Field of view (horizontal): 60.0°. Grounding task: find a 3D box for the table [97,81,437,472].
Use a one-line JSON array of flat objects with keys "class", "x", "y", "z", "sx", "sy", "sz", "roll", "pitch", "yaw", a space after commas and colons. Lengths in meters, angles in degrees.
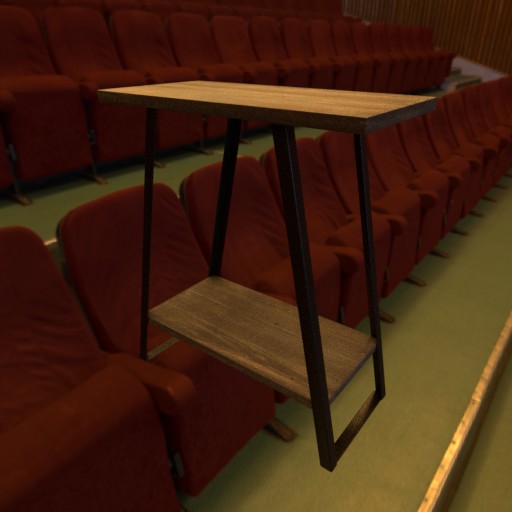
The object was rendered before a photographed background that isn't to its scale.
[{"class": "table", "x": 0.000, "y": 0.000, "z": 1.011, "sx": 0.599, "sy": 0.701, "sz": 0.300, "roll": 18, "pitch": 31, "yaw": 33}]
